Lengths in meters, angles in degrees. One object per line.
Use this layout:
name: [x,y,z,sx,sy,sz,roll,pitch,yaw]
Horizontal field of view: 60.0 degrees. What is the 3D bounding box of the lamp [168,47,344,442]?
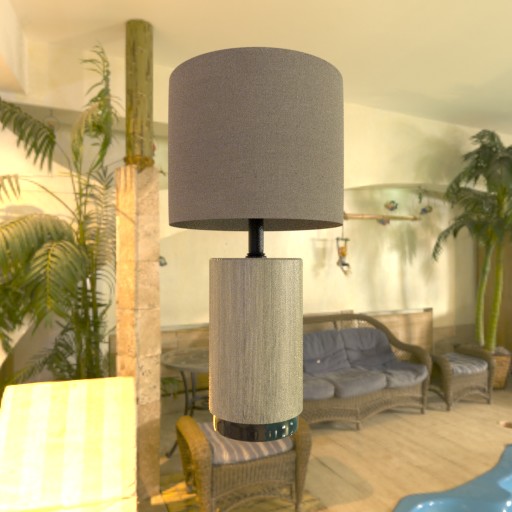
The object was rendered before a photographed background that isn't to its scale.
lamp: [0.000,0.000,0.584,0.228,0.444,0.228,0,0,-18]
